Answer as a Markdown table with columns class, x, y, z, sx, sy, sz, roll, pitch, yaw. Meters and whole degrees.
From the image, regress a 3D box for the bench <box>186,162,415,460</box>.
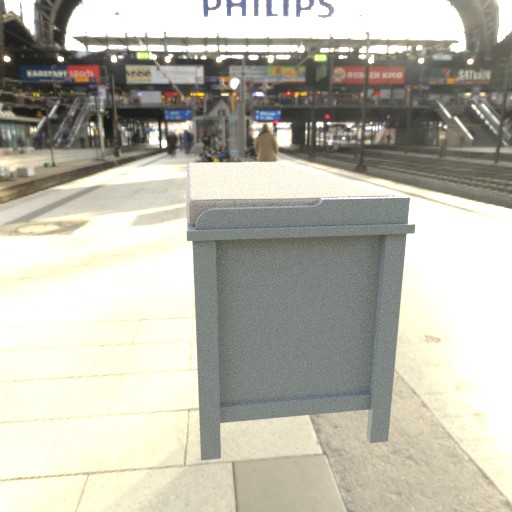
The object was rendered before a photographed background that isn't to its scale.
| class | x | y | z | sx | sy | sz | roll | pitch | yaw |
| --- | --- | --- | --- | --- | --- | --- | --- | --- | --- |
| bench | 0.000 | 0.000 | 1.348 | 0.398 | 0.501 | 1.140 | -2 | 15 | -8 |
